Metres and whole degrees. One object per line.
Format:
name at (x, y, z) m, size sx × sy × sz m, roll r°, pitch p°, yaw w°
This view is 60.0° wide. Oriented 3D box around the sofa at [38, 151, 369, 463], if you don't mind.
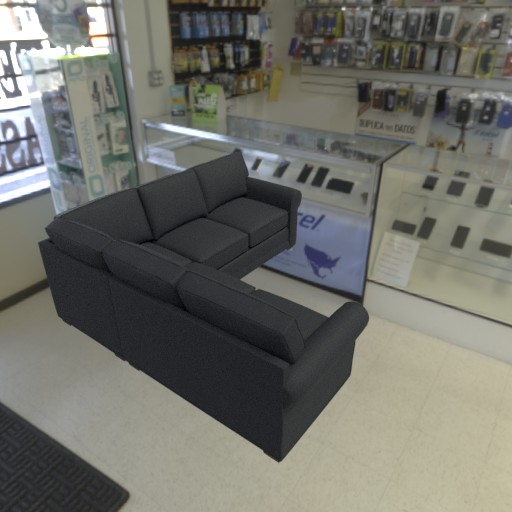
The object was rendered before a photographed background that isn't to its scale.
sofa at (0.000, 0.000, 3.939) m, size 2.487 × 1.042 × 2.562 m, roll 20°, pitch 35°, yaw 32°
